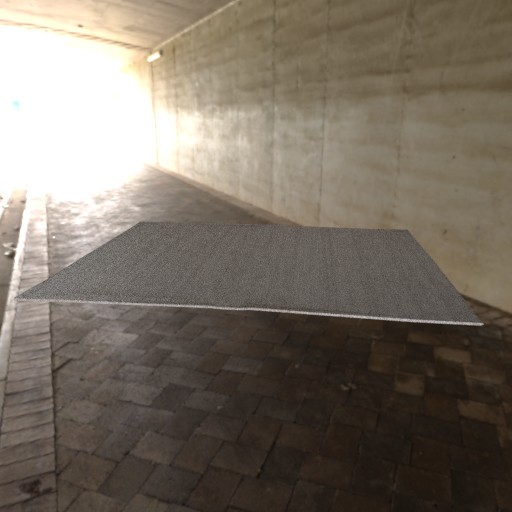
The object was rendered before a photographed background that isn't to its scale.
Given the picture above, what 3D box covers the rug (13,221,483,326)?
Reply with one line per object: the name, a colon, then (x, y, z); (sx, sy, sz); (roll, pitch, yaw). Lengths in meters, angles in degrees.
rug: (0.000, 0.000, 4.844); (3.778, 0.053, 2.873); (2, 18, 7)
